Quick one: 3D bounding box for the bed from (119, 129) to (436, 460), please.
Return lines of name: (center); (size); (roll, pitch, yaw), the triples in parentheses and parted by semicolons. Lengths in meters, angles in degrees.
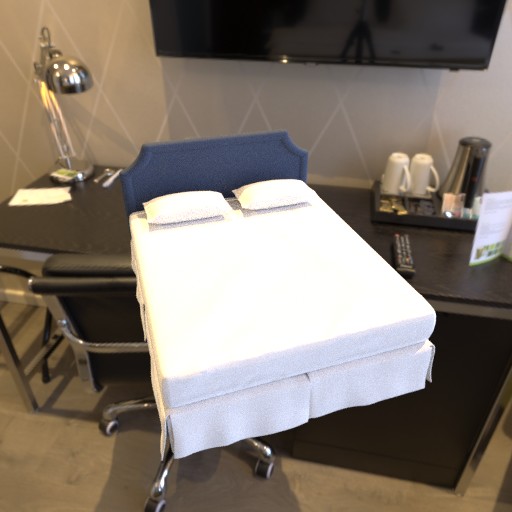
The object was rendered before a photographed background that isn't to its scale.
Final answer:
bed: (0.000, 0.000, 4.221); (2.350, 1.488, 2.773); (-10, 35, -15)
